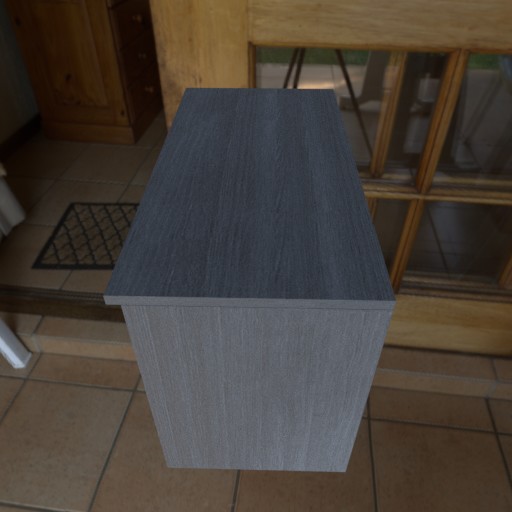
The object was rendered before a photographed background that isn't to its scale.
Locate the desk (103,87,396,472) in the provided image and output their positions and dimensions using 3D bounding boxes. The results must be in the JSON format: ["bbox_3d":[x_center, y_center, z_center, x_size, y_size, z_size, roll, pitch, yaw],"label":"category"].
[{"bbox_3d":[0.000,0.000,1.496,0.557,0.729,1.099,1,41,1],"label":"desk"}]
